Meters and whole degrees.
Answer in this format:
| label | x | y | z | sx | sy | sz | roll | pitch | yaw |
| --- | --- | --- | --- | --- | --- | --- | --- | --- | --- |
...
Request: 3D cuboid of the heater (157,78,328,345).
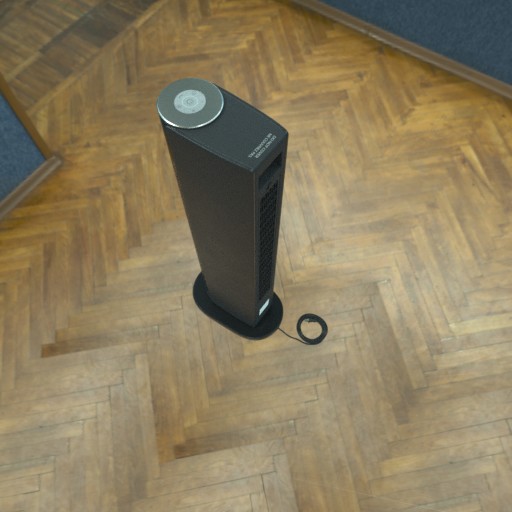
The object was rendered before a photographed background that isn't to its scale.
| label | x | y | z | sx | sy | sz | roll | pitch | yaw |
| --- | --- | --- | --- | --- | --- | --- | --- | --- | --- |
| heater | 0.000 | 0.000 | 1.075 | 0.458 | 0.856 | 0.214 | 33 | 69 | 15 |
